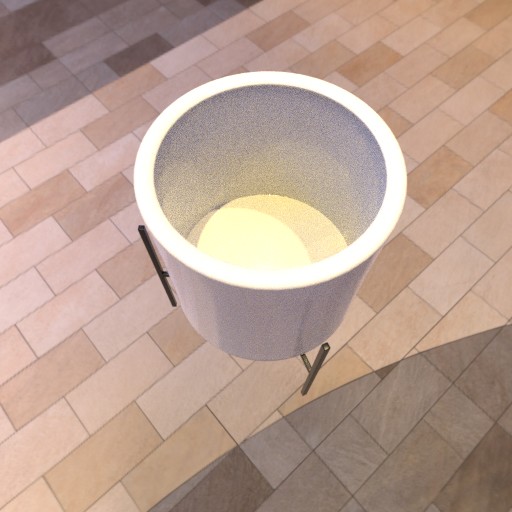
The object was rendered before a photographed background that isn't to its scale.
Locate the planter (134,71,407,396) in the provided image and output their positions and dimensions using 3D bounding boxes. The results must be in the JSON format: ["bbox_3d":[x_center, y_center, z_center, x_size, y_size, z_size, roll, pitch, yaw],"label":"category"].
[{"bbox_3d":[0.000,0.000,0.744,0.361,0.480,0.360,2,62,1],"label":"planter"}]
